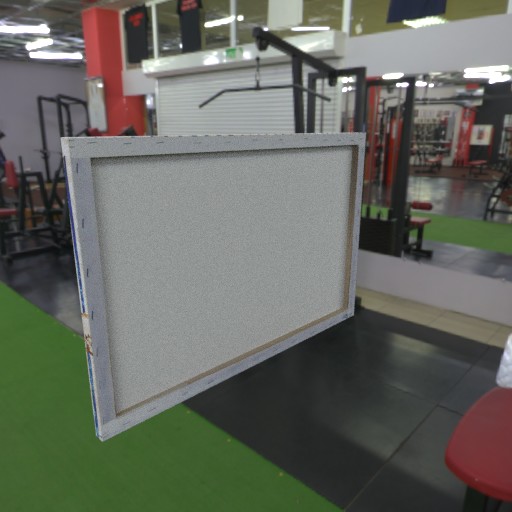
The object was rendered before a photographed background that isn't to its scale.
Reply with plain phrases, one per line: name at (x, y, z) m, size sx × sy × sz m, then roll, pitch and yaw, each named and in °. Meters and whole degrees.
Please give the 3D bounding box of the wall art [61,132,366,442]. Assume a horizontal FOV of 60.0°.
wall art at (0.000, 0.000, 1.431) m, size 1.143 × 0.757 × 0.038 m, roll -15°, pitch 22°, yaw -42°
